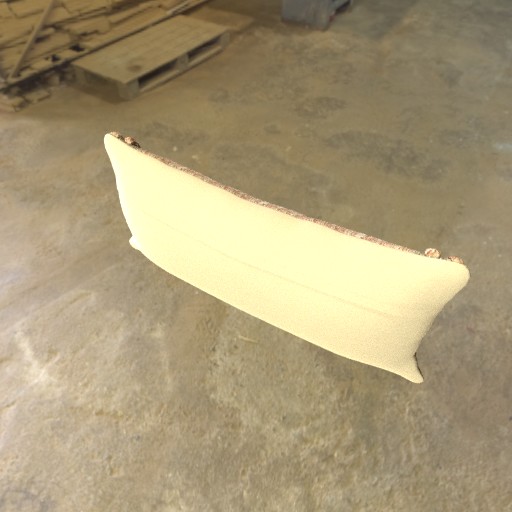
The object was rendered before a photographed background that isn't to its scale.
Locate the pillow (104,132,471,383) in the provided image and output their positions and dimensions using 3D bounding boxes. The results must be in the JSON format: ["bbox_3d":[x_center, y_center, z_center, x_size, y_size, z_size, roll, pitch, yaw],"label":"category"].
[{"bbox_3d":[0.000,0.000,0.744,0.635,0.282,0.139,23,50,21],"label":"pillow"}]
